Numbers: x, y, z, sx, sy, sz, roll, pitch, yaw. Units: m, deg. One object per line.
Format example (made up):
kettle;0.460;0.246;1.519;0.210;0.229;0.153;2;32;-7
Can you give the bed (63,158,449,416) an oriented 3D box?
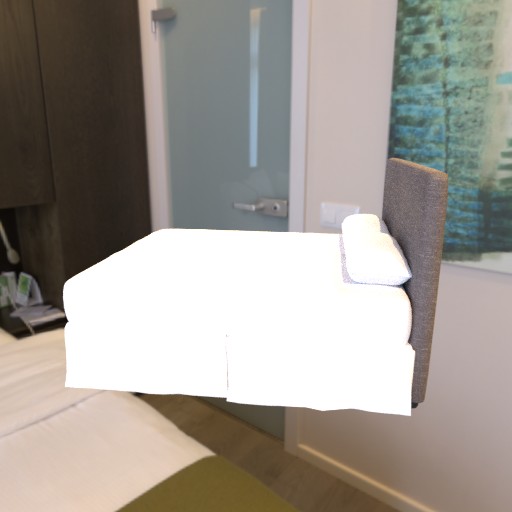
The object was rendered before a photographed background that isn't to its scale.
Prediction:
bed;0.000;0.000;3.169;2.142;1.330;1.723;2;15;9
